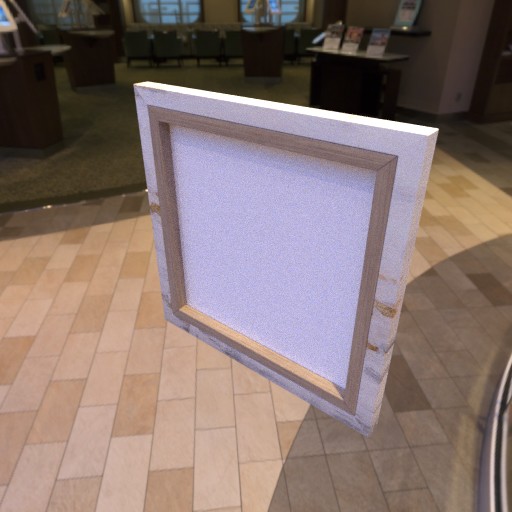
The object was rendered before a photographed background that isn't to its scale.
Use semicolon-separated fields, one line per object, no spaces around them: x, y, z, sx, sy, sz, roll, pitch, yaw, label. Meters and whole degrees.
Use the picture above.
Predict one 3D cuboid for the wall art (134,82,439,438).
0.000;0.000;0.914;0.611;0.613;0.040;22;37;32;wall art
